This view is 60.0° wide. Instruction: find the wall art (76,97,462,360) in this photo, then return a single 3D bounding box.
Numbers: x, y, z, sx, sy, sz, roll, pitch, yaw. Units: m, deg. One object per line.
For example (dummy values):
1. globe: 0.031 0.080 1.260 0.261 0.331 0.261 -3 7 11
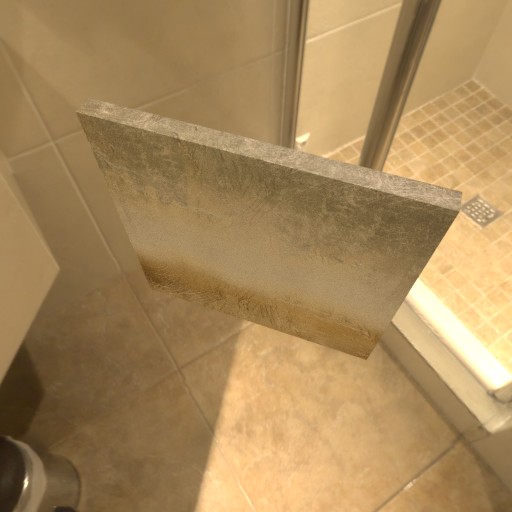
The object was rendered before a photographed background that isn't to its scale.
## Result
1. wall art: 0.000 0.000 0.933 0.610 0.610 0.038 17 59 10
